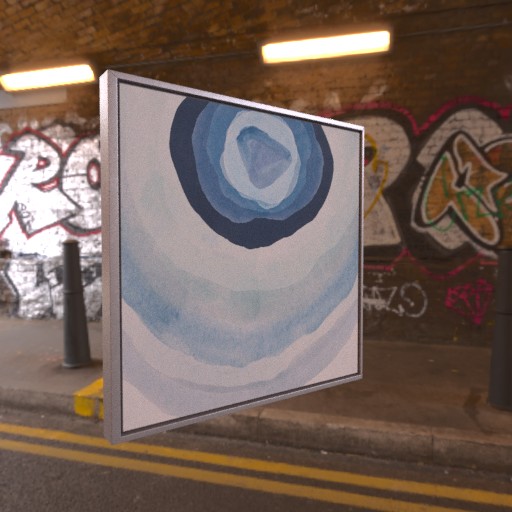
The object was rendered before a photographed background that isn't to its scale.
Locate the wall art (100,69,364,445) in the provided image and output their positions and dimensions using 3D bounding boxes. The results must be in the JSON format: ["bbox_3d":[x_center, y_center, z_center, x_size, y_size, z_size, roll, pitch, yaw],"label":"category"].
[{"bbox_3d":[0.000,0.000,0.520,0.349,0.349,0.028,-1,2,-36],"label":"wall art"}]
